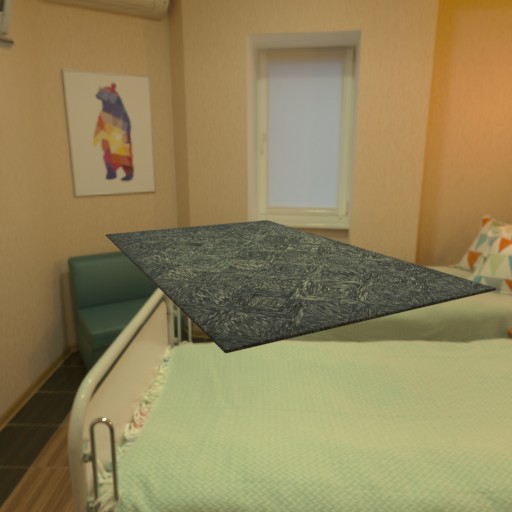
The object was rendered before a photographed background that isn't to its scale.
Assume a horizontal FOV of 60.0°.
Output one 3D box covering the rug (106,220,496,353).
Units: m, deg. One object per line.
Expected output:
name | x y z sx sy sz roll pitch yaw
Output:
rug | 0.000 0.000 2.871 1.478 0.017 2.330 -7 16 -27
